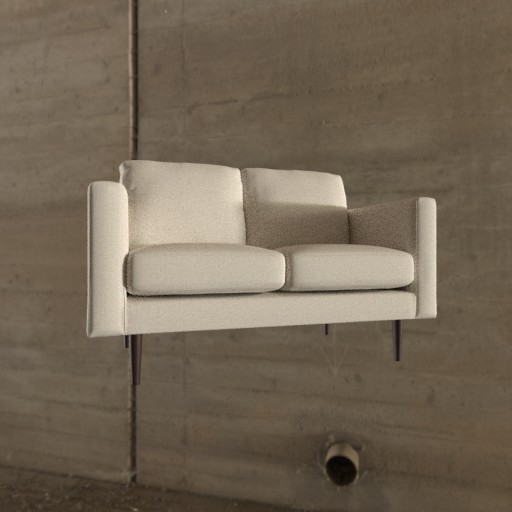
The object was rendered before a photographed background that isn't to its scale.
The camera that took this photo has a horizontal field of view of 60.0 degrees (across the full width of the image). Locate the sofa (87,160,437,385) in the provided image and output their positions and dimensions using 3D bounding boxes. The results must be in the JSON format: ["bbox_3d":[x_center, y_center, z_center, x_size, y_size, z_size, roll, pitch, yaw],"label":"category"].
[{"bbox_3d":[0.000,0.000,2.038,1.430,0.908,0.796,0,0,-19],"label":"sofa"}]
